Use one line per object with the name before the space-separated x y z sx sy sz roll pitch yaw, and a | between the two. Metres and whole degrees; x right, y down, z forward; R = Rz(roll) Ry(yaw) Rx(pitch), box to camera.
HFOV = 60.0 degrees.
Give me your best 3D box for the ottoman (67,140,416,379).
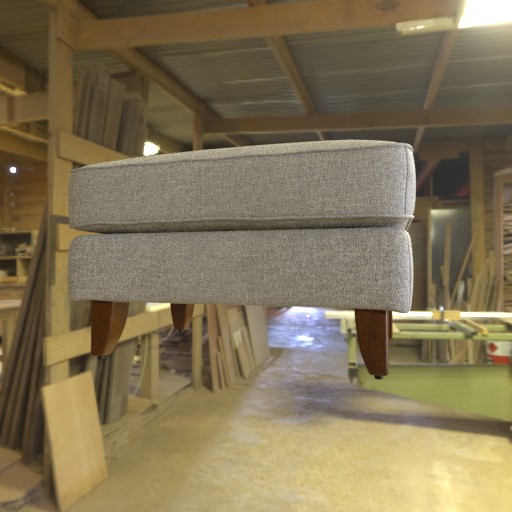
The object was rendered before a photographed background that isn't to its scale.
ottoman | 0.000 0.000 1.334 0.889 0.561 0.661 0 -1 17
